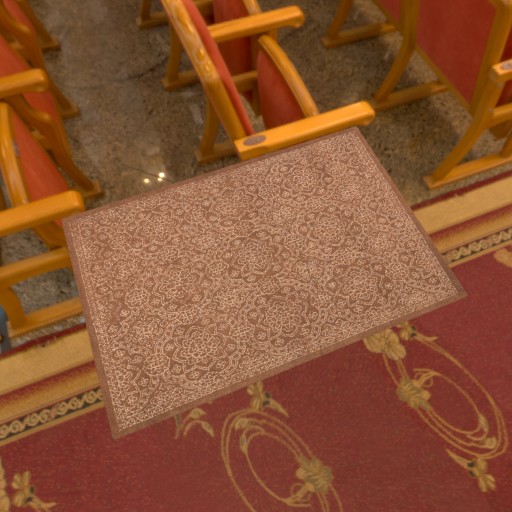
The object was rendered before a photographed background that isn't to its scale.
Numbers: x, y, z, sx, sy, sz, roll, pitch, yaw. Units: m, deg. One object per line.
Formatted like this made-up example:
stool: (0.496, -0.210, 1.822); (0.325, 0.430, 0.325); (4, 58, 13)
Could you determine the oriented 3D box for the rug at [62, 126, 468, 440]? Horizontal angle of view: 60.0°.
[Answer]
rug: (0.000, 0.000, 2.931); (2.286, 0.011, 1.524); (-20, 65, -10)
